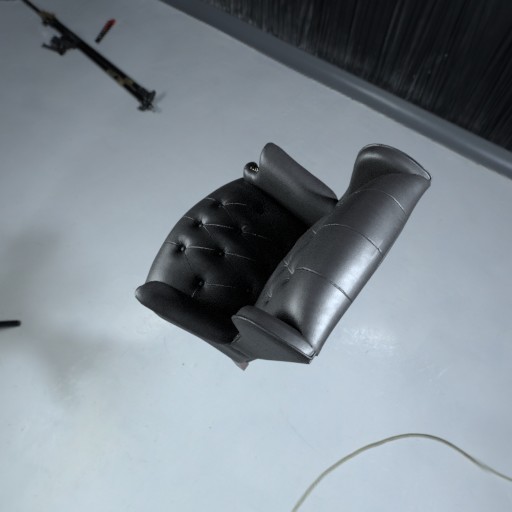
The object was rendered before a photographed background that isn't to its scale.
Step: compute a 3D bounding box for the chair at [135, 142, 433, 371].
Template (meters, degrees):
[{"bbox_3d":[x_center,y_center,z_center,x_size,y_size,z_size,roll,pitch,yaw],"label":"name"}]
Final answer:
[{"bbox_3d":[0.000,0.000,1.716,0.822,1.133,0.831,33,70,14],"label":"chair"}]
